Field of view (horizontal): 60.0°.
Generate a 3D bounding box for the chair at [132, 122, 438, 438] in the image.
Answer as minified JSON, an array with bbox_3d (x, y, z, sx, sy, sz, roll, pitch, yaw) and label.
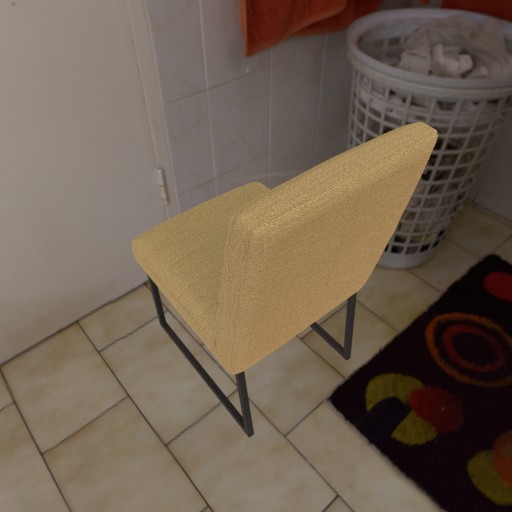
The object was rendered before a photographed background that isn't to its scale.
[{"bbox_3d":[0.000,0.000,1.303,0.520,0.930,0.634,-30,52,-26],"label":"chair"}]
